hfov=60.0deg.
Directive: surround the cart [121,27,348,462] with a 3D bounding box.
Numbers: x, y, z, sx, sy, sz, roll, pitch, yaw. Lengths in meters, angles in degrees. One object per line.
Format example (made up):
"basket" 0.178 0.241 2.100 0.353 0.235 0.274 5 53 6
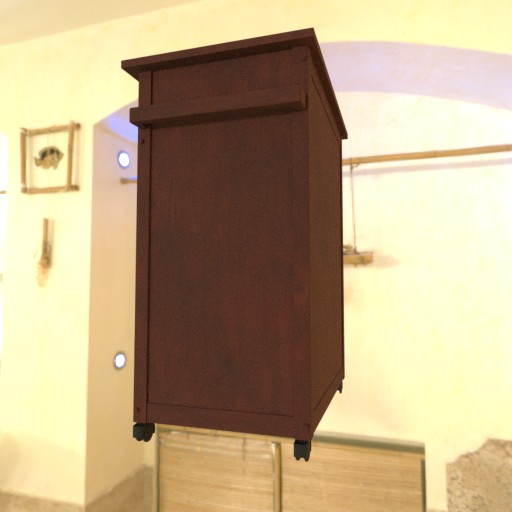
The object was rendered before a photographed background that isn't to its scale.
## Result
"cart" 0.000 0.000 1.226 0.442 0.864 0.683 -1 -4 17
